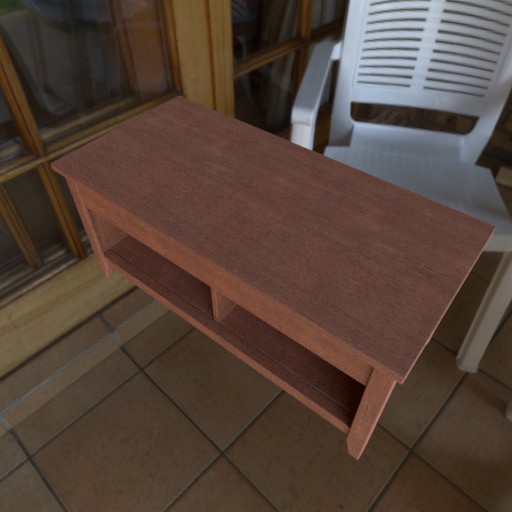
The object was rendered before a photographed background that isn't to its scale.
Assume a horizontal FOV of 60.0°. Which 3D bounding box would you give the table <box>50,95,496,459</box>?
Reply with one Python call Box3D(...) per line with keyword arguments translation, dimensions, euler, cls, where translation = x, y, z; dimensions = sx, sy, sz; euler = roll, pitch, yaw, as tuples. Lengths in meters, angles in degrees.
Box3D(translation=(0.000, 0.000, 1.261), dimensions=(1.016, 0.457, 0.483), euler=(30, 53, 25), cls="table")
